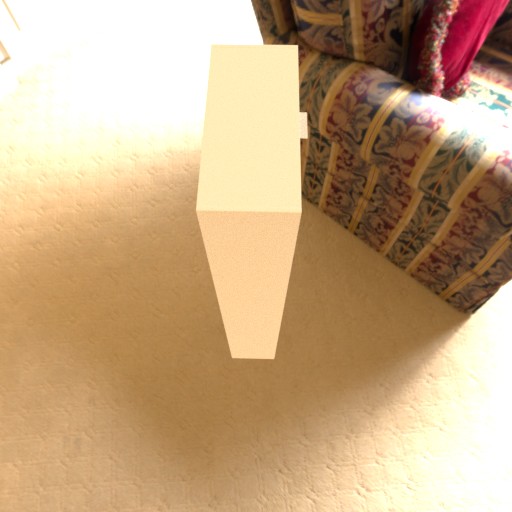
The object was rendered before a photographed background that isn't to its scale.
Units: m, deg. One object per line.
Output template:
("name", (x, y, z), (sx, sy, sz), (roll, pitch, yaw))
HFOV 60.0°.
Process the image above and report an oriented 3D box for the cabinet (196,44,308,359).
("cabinet", (0.000, 0.000, 1.835), (0.255, 1.630, 0.520), (1, 66, 1))
